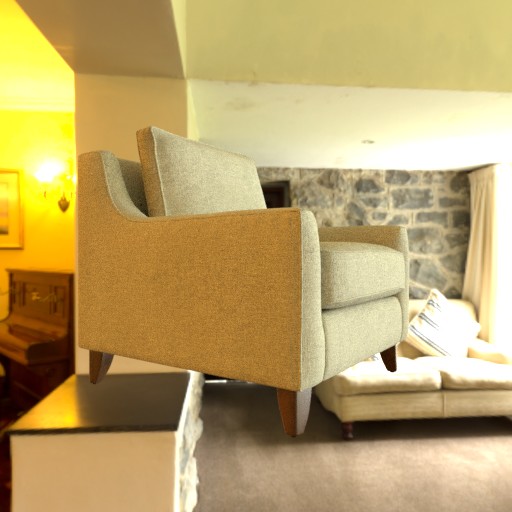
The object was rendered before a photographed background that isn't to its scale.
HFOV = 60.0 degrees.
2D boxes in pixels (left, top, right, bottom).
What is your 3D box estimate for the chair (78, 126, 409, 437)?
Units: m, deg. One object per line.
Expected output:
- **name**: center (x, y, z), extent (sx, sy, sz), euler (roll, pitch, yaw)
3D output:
- **chair**: center (0.000, 0.000, 1.570), extent (0.918, 0.864, 0.838), euler (0, 0, 36)
